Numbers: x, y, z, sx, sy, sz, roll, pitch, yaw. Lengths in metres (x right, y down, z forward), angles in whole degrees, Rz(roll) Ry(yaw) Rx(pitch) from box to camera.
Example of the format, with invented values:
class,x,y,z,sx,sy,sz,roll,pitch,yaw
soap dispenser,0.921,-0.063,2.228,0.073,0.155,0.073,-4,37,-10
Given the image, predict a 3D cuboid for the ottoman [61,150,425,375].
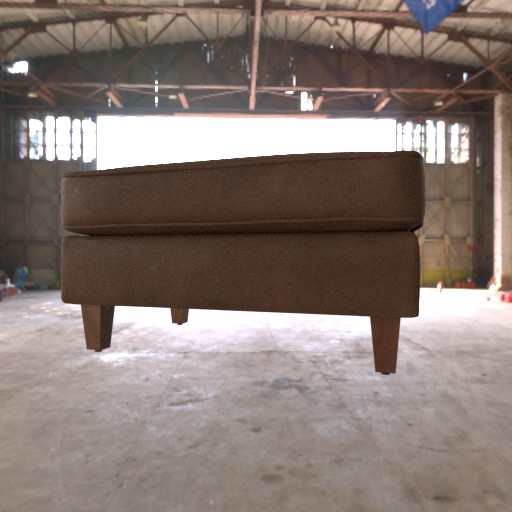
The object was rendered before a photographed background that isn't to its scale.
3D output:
class,x,y,z,sx,sy,sz,roll,pitch,yaw
ottoman,0.000,0.000,1.225,0.860,0.481,0.596,0,0,18
